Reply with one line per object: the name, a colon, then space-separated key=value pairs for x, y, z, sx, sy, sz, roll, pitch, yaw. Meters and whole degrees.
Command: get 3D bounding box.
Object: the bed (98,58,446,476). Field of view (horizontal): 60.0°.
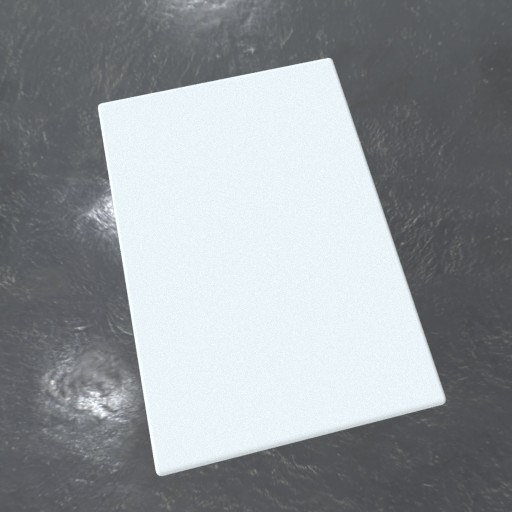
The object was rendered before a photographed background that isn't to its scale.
bed: x=0.000 y=0.000 z=2.497 sx=1.348 sy=0.616 sz=1.927 roll=-13 pitch=75 yaw=-4
